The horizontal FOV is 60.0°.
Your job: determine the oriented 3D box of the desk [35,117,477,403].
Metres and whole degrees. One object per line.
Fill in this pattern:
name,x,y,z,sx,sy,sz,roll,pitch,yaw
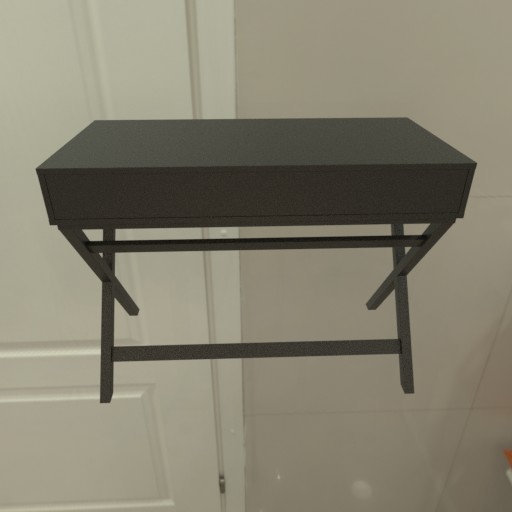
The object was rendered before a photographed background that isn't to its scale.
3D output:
desk,0.000,0.000,1.470,1.057,0.780,0.504,-1,30,-2
